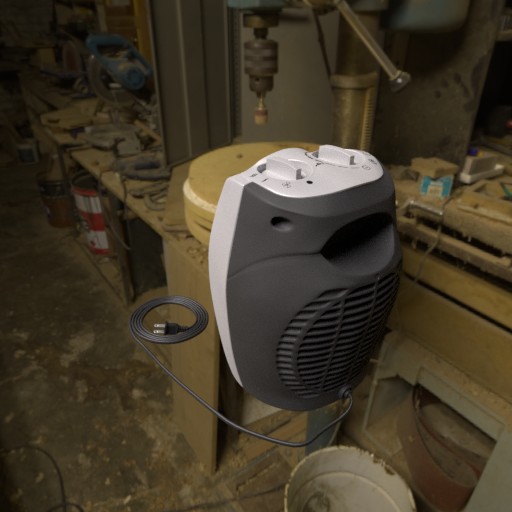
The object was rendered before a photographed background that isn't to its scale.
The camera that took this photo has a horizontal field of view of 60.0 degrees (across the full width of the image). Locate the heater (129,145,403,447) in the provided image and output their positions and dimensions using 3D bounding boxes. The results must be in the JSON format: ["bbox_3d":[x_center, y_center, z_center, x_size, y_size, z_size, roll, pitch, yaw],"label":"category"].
[{"bbox_3d":[0.000,0.000,0.474,0.239,0.240,0.291,-19,35,-30],"label":"heater"}]
